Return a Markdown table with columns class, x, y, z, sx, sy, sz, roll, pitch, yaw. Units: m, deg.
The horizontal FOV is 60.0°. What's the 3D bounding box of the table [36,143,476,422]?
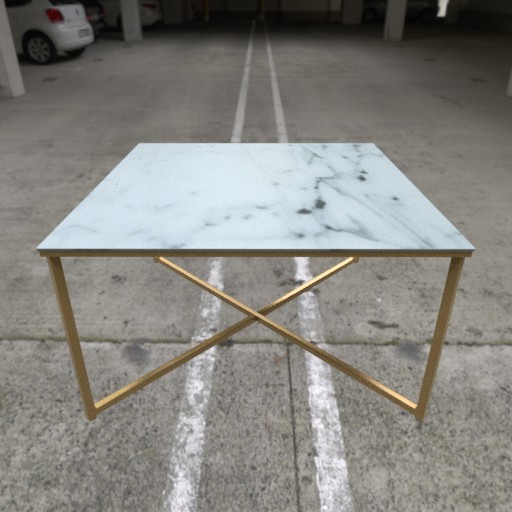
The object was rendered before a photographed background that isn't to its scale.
| class | x | y | z | sx | sy | sz | roll | pitch | yaw |
| --- | --- | --- | --- | --- | --- | --- | --- | --- | --- |
| table | 0.000 | 0.000 | 1.263 | 0.800 | 0.450 | 0.800 | 0 | 28 | 0 |
